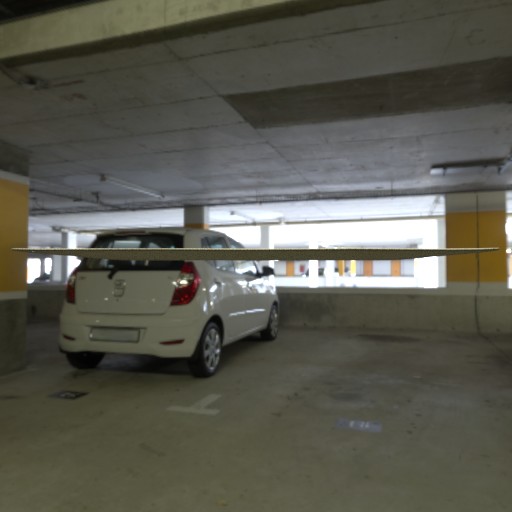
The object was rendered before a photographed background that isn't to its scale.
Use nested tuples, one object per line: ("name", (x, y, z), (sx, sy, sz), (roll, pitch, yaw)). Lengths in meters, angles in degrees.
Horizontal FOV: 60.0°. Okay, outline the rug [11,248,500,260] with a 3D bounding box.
("rug", (0.000, 0.000, 4.262), (3.381, 0.026, 2.436), (0, -2, 1))
